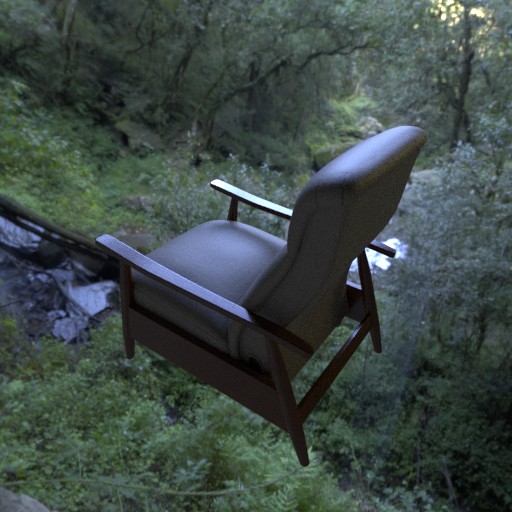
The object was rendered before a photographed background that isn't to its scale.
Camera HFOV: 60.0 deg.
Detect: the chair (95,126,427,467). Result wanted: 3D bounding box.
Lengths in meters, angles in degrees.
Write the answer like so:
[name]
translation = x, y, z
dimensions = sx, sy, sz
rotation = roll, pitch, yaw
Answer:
[chair]
translation = 0.000, 0.000, 1.798
dimensions = 1.032, 1.082, 0.762
rotation = 20, 37, 29
